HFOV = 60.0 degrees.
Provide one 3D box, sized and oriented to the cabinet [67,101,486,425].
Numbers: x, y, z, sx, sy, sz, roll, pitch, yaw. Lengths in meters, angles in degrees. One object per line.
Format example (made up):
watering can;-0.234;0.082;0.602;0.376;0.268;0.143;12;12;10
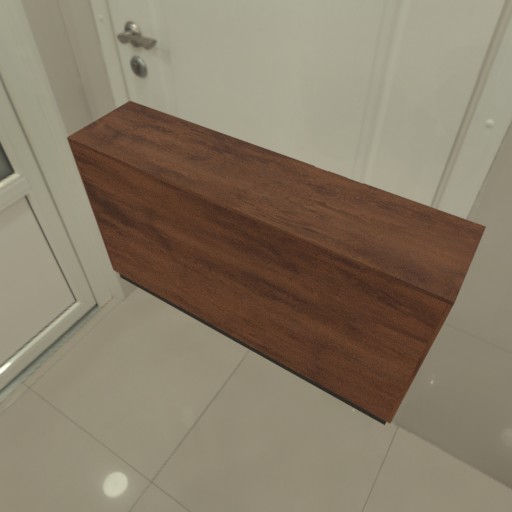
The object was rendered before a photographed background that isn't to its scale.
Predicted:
cabinet;0.000;0.000;1.997;1.600;0.900;0.420;25;51;22
